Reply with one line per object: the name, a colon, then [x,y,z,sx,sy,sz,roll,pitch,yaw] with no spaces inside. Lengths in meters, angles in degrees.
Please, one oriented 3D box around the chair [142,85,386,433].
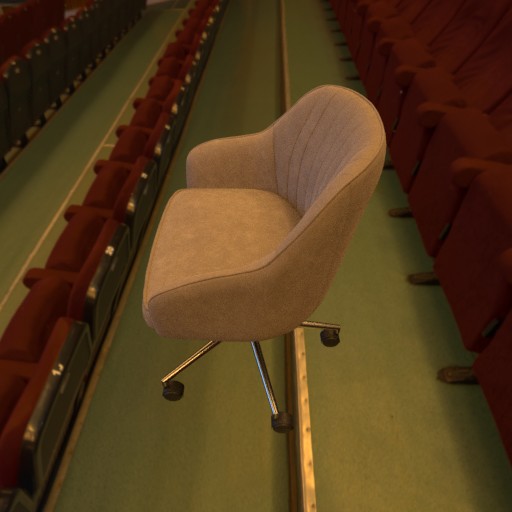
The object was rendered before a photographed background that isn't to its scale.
chair: [0.000,0.000,1.255,0.573,0.831,0.635,1,42,1]
